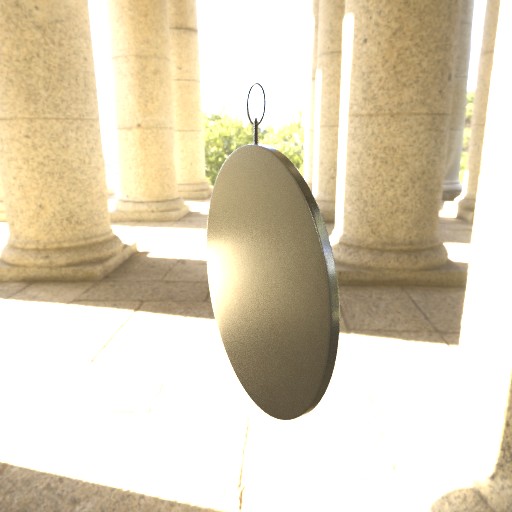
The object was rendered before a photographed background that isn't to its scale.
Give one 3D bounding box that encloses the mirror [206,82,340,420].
[{"bbox_3d":[0.000,0.000,0.972,0.020,0.713,0.594,-7,16,-25],"label":"mirror"}]
